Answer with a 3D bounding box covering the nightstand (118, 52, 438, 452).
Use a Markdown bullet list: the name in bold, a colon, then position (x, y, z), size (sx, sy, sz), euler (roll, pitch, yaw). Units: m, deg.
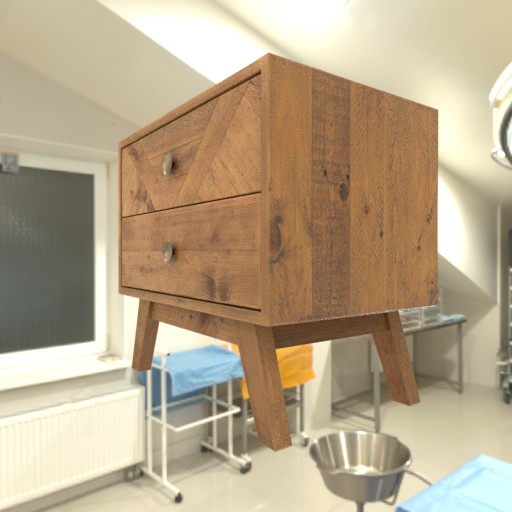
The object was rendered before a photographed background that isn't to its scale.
- **nightstand**: position (0.000, 0.000, 1.035), size (0.450, 0.599, 0.650), euler (0, 0, -36)
